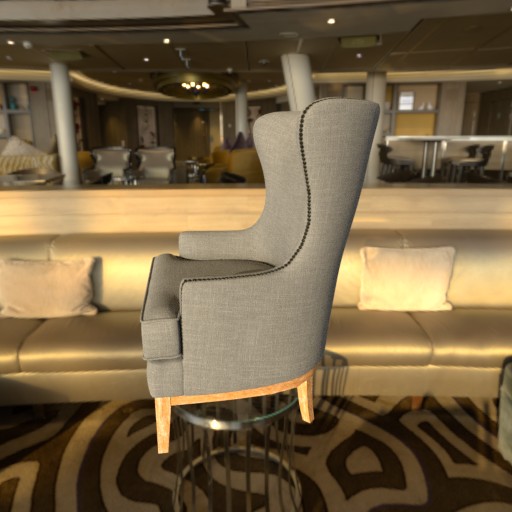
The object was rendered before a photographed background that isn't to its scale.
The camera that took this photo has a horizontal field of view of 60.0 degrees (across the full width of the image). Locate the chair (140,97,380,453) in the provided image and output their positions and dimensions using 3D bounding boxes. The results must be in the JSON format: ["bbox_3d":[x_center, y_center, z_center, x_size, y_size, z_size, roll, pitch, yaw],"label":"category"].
[{"bbox_3d":[0.000,0.000,1.820,0.883,1.176,0.864,-3,15,-9],"label":"chair"}]
